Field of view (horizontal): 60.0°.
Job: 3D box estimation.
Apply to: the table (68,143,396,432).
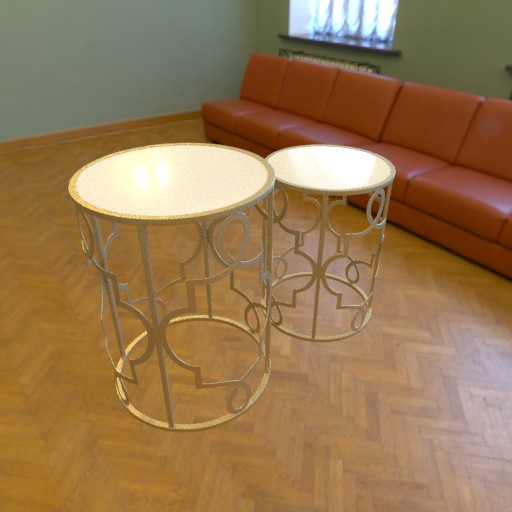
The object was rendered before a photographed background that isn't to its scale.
[{"bbox_3d":[0.000,0.000,1.187,0.846,0.564,0.420,-22,38,-31],"label":"table"}]
